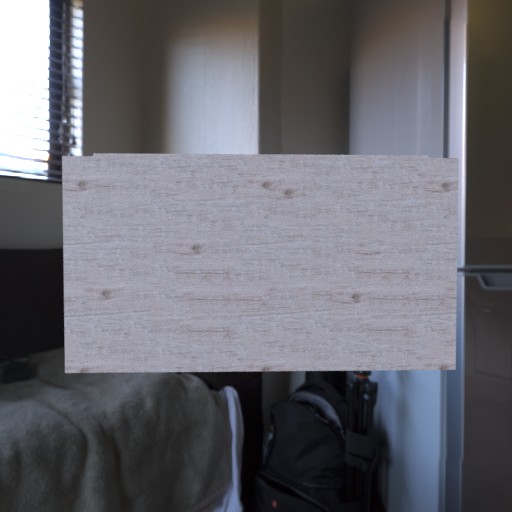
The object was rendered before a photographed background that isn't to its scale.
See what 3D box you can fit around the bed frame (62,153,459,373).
[{"bbox_3d":[0.000,0.000,3.008,1.750,0.970,2.080,0,2,-2],"label":"bed frame"}]
